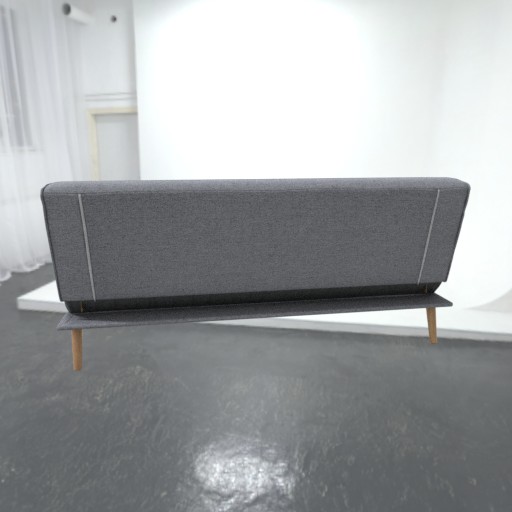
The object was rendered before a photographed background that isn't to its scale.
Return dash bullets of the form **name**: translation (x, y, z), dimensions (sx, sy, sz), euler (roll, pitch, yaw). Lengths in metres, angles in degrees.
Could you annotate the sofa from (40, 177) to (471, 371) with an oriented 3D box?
- **sofa**: translation (0.000, 0.000, 2.306), dimensions (1.820, 0.830, 0.810), euler (-2, 14, -9)
